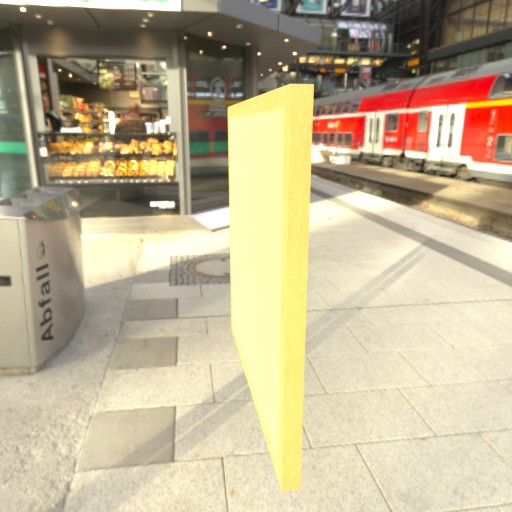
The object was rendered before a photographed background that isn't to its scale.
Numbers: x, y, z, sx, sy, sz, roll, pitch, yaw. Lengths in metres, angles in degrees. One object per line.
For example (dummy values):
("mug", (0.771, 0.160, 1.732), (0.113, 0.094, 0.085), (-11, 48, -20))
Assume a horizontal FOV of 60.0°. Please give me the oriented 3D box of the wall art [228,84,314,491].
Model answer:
("wall art", (0.000, 0.000, 2.904), (0.097, 1.936, 1.935), (-3, 16, -10))
